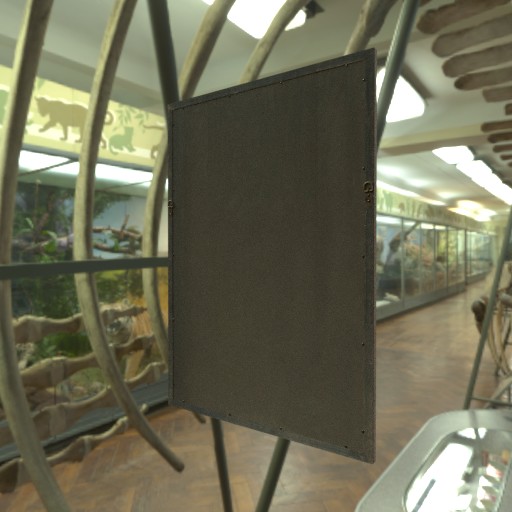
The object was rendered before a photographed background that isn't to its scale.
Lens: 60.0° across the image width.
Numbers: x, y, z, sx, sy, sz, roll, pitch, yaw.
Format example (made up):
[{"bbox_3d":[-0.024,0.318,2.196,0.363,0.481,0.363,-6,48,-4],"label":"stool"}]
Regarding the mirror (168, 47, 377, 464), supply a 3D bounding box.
[{"bbox_3d":[0.000,0.000,1.270,0.705,0.996,0.025,1,1,36],"label":"mirror"}]
